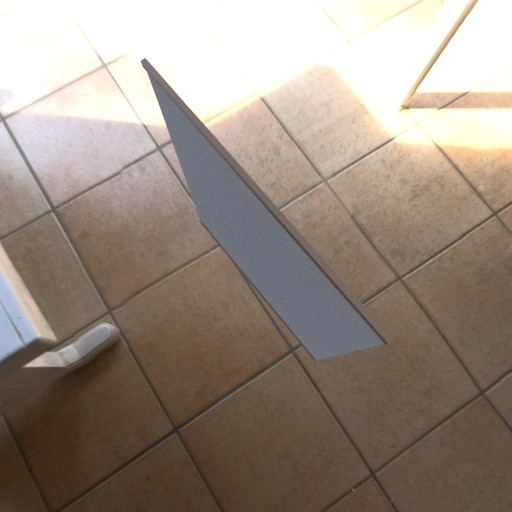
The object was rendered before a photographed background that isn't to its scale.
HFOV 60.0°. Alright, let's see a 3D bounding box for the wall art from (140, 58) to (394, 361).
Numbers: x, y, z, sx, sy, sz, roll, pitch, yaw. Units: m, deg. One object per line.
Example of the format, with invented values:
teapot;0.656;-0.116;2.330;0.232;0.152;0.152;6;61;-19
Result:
wall art;0.000;0.000;1.352;0.013;1.016;0.758;-38;78;-9
